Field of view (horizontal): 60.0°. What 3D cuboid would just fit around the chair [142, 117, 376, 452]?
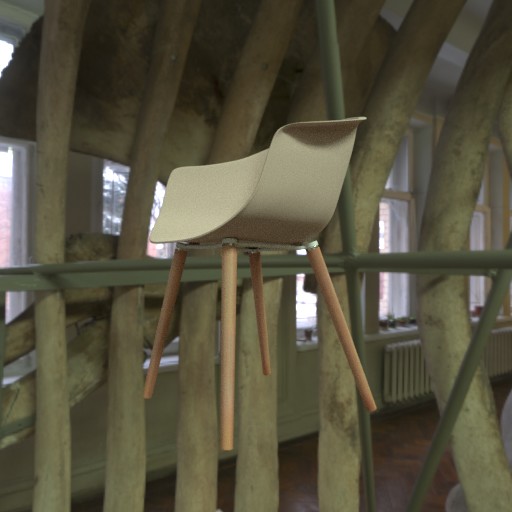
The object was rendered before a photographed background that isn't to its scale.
[{"bbox_3d":[0.000,0.000,1.176,0.504,0.781,0.593,0,-1,-35],"label":"chair"}]
